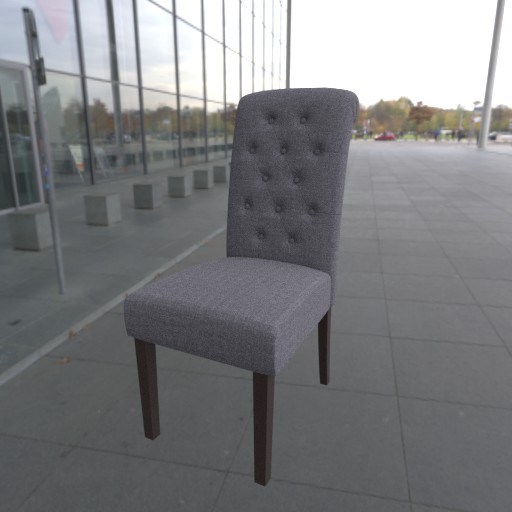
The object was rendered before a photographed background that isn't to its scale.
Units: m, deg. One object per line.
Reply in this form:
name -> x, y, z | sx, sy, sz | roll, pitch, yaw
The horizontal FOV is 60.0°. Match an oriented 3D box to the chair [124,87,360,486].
chair -> 0.000, 0.000, 1.353 | 0.456, 1.006, 0.671 | 8, 18, 27
